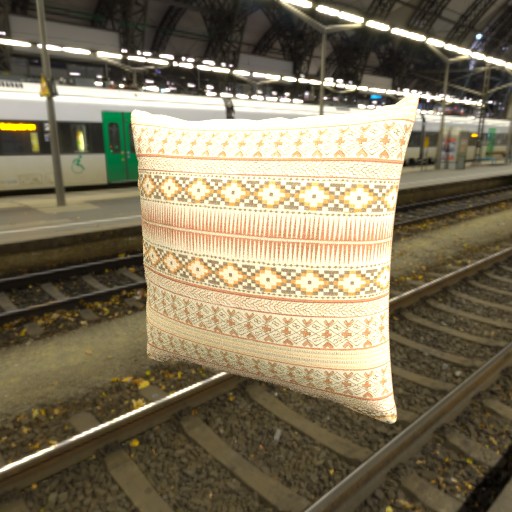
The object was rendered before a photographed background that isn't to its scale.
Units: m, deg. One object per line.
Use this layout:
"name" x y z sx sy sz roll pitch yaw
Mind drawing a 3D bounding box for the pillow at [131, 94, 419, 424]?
"pillow" 0.000 0.000 0.785 0.521 0.519 0.215 7 16 26
